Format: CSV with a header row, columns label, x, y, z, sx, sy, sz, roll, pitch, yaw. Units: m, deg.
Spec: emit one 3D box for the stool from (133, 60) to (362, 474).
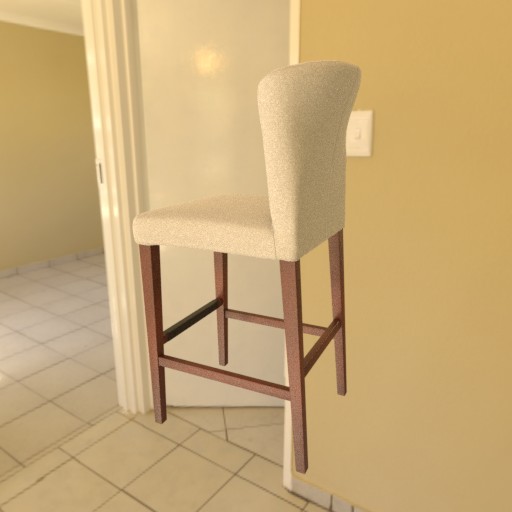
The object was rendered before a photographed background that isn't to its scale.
label,x,y,z,sx,sy,sz,roll,pitch,yaw
stool,0.000,0.000,1.367,0.568,1.069,0.479,7,17,25
